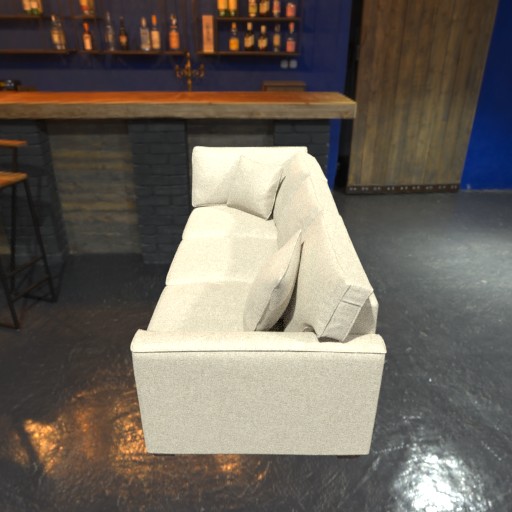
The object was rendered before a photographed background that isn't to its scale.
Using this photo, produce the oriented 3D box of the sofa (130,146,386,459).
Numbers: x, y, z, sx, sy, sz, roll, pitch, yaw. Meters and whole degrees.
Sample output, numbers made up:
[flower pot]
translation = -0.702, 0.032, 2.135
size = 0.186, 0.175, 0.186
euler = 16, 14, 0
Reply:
[sofa]
translation = 0.000, 0.000, 2.822
size = 1.053, 0.948, 2.323
euler = 0, 26, 1
